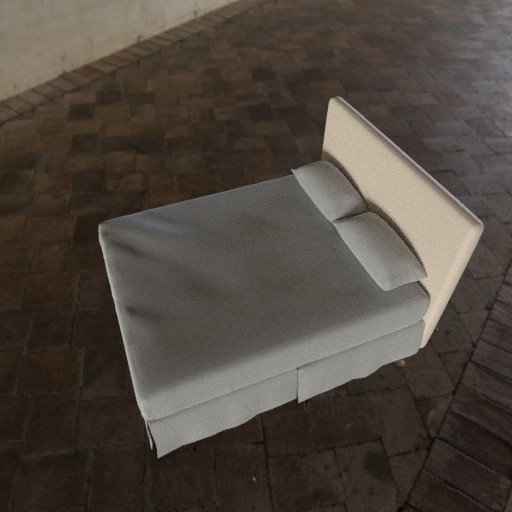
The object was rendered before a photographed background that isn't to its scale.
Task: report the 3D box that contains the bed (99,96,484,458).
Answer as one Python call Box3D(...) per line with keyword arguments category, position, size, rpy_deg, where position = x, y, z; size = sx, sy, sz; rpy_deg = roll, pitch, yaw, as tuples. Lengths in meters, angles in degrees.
Box3D(category="bed", position=(0.000, 0.000, 3.213), size=(2.142, 1.330, 1.748), rpy_deg=(-16, 48, -15))
